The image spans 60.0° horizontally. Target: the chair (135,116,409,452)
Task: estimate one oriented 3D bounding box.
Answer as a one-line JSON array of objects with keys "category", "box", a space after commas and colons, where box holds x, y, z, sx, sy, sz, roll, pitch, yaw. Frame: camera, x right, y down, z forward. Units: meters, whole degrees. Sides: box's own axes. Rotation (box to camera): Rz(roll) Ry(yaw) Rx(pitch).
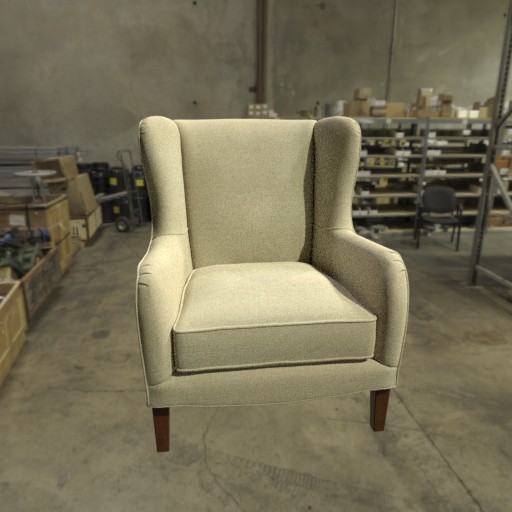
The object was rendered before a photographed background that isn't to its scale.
[{"category": "chair", "box": [0.000, 0.000, 1.724, 0.838, 1.040, 0.966, -2, 17, -7]}]
